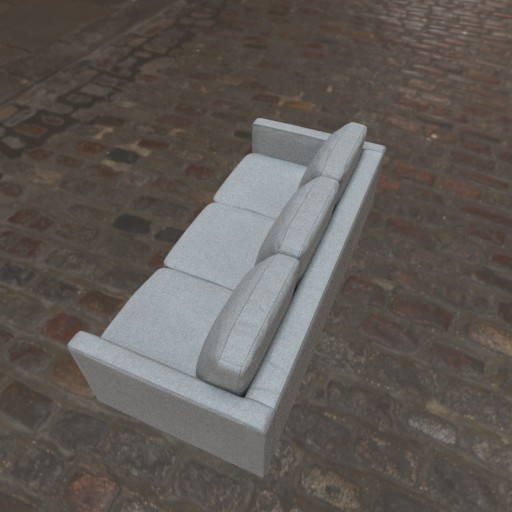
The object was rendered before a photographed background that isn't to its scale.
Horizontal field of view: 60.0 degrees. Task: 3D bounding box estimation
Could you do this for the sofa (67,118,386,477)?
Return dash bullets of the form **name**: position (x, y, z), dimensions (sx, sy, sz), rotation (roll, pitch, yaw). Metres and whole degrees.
- **sofa**: position (0.000, 0.000, 2.502), dimensions (0.944, 0.918, 1.983), rotation (18, 50, 16)
